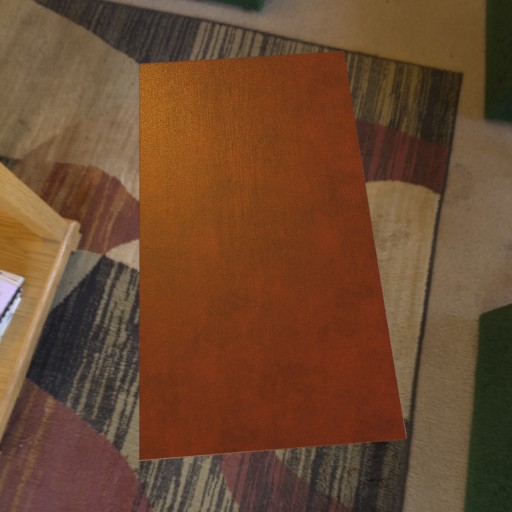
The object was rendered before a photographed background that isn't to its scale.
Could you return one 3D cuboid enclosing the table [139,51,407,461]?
[{"bbox_3d":[0.000,0.000,1.229,0.533,0.456,0.943,-4,73,-1],"label":"table"}]
